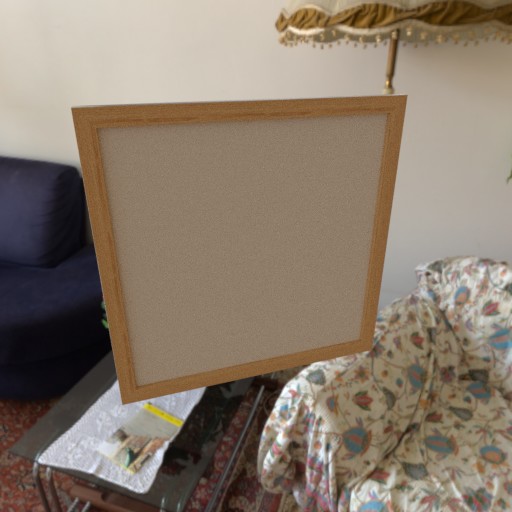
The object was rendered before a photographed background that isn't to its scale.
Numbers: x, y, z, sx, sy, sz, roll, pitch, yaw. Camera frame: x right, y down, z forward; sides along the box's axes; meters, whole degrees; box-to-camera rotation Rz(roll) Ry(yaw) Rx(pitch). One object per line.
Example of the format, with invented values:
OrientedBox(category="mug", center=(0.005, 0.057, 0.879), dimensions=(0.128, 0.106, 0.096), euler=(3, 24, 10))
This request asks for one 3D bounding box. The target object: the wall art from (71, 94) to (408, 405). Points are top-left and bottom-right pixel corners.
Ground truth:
OrientedBox(category="wall art", center=(0.000, 0.000, 1.140), dimensions=(0.762, 0.762, 0.027), euler=(-8, 27, -16))
